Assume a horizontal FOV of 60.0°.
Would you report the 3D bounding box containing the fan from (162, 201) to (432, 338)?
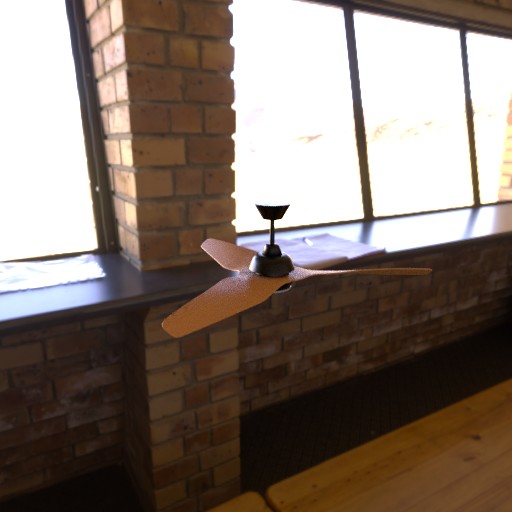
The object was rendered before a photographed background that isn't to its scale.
[{"bbox_3d":[0.000,0.000,1.649,1.142,0.355,1.010,8,16,27],"label":"fan"}]
